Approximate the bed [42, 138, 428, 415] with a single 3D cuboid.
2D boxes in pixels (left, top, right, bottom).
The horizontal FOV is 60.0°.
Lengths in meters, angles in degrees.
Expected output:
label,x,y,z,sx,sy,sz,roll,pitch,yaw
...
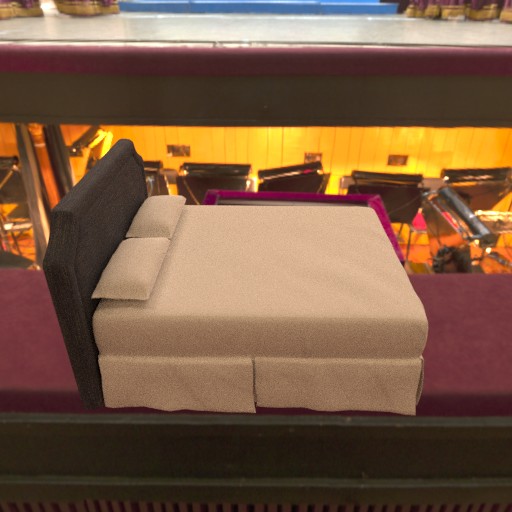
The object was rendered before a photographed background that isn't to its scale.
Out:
label,x,y,z,sx,sy,sz,roll,pitch,yaw
bed,0.000,0.000,3.117,2.116,1.290,1.693,1,31,1
